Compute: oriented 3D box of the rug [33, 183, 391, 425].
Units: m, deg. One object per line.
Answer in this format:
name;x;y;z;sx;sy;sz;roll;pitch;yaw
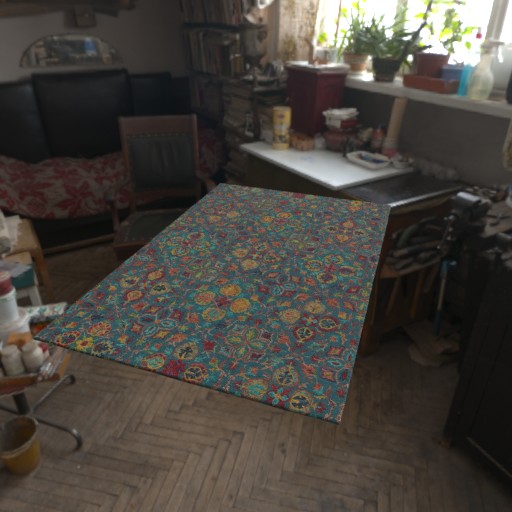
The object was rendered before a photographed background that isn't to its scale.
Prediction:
rug;0.000;0.000;2.318;1.216;0.014;1.836;10;31;17
